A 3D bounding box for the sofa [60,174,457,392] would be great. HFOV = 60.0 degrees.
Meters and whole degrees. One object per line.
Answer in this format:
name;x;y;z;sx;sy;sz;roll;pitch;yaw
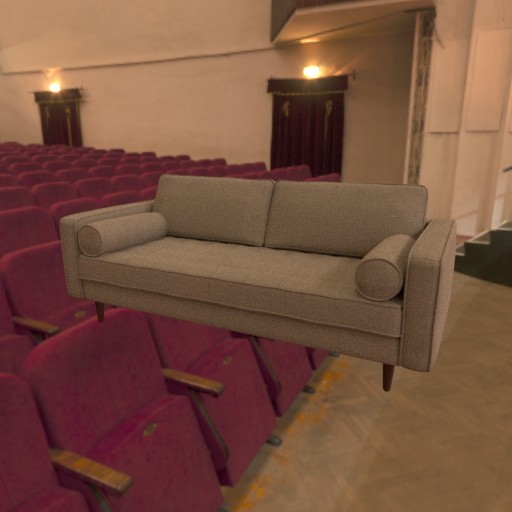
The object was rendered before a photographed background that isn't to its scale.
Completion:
sofa;0.000;0.000;2.318;1.879;0.762;0.914;7;16;26
